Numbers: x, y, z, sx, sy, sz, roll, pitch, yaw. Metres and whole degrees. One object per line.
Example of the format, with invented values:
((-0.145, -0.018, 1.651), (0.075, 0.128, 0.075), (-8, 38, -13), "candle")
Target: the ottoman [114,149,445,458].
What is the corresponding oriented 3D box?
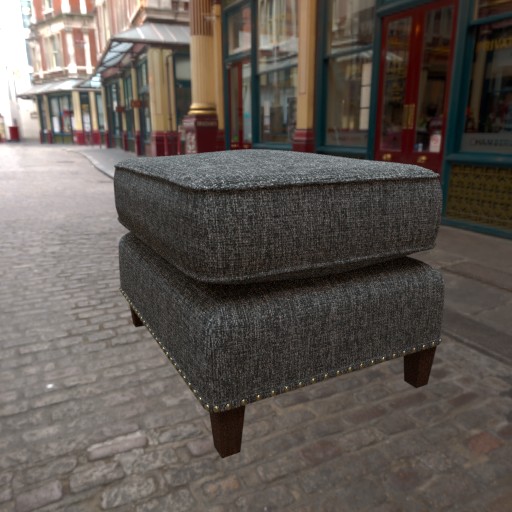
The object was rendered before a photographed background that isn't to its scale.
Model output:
((0.000, 0.000, 1.147), (0.589, 0.537, 0.738), (-8, 17, -27), "ottoman")
